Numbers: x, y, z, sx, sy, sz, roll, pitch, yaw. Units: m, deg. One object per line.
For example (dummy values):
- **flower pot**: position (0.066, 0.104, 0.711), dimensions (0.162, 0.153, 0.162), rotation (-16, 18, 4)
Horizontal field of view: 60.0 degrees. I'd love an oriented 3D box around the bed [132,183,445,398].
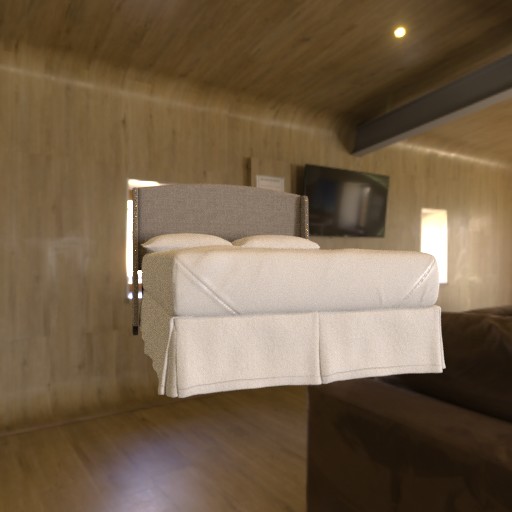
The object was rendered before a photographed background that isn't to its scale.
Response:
- **bed**: position (0.000, 0.000, 3.354), dimensions (1.710, 1.407, 2.237), rotation (0, 0, -18)
